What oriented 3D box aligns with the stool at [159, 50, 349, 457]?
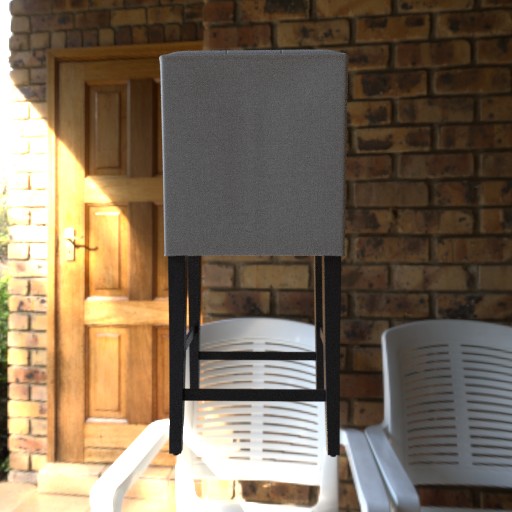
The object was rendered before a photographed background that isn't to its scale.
[{"bbox_3d":[0.000,0.000,1.252,0.474,0.939,0.509,0,0,1],"label":"stool"}]
